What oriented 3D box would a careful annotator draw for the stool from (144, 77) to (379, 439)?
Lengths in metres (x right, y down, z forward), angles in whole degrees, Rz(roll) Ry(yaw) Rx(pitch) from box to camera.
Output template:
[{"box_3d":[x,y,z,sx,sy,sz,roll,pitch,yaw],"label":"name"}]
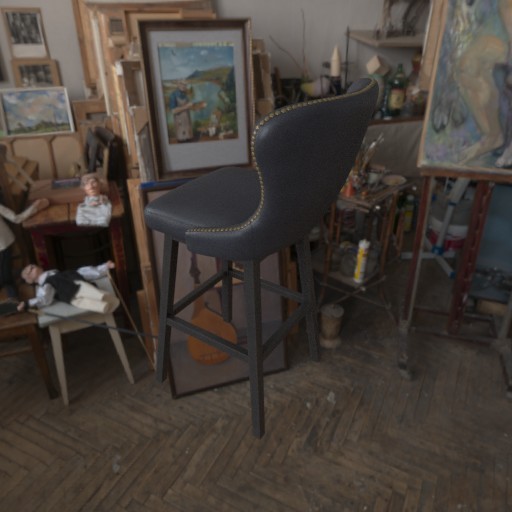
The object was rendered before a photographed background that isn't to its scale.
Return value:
[{"box_3d":[0.000,0.000,1.390,0.601,1.050,0.528,19,36,28],"label":"stool"}]
